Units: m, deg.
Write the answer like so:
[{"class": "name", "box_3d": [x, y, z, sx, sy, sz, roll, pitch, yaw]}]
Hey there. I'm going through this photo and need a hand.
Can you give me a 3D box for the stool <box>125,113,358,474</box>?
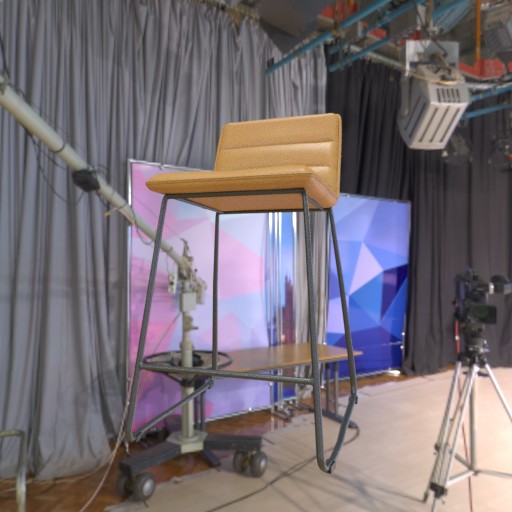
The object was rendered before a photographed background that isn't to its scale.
[{"class": "stool", "box_3d": [0.000, 0.000, 1.173, 0.489, 0.866, 0.524, 0, 0, 18]}]
